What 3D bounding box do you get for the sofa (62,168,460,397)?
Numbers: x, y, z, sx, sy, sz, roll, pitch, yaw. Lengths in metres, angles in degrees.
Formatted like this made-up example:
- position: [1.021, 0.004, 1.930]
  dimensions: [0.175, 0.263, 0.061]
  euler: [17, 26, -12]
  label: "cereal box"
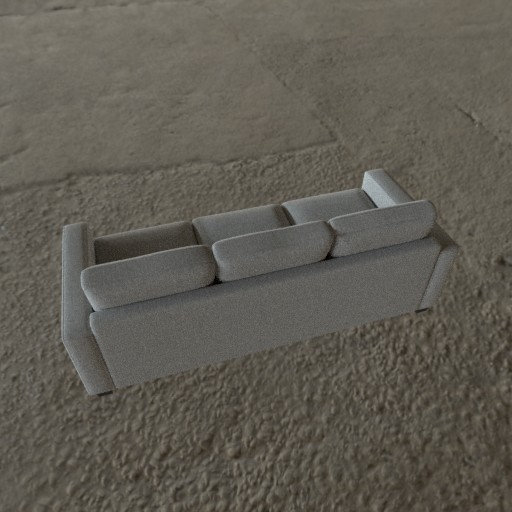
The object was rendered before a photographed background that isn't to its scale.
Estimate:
- position: [0.000, 0.000, 2.639]
  dimensions: [2.120, 0.800, 0.900]
  euler: [-12, 44, -13]
  label: "sofa"
